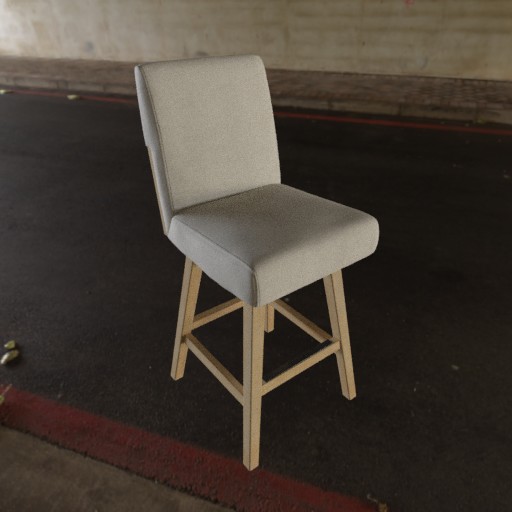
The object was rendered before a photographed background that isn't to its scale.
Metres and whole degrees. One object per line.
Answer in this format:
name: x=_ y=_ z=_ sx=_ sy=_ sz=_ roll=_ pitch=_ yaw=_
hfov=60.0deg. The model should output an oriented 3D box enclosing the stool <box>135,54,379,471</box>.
stool: x=0.000 y=0.000 z=1.284 sx=0.446 sy=1.015 sz=0.543 roll=-21 pitch=37 yaw=-32
